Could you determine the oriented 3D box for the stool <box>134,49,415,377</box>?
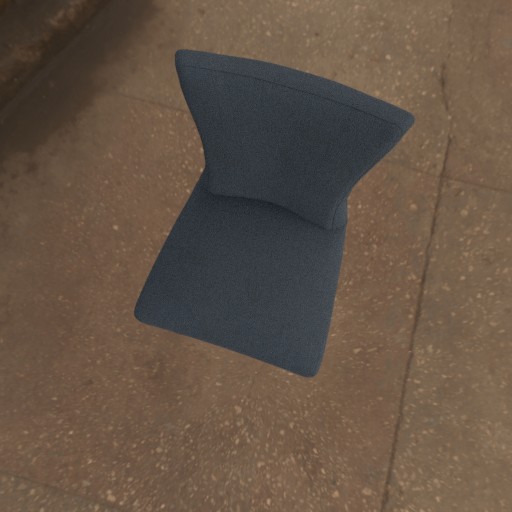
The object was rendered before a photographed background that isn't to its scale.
[{"bbox_3d":[0.000,0.000,1.304,0.514,1.000,0.574,17,76,5],"label":"stool"}]
